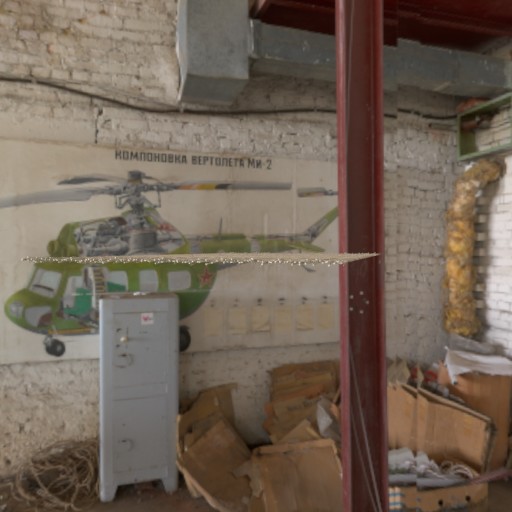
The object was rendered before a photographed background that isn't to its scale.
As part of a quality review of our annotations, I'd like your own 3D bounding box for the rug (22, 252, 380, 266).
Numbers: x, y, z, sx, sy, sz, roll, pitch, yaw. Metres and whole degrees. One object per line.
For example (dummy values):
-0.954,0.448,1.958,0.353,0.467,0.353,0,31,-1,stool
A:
0.000,0.000,2.441,1.224,0.028,2.023,0,1,19,rug
